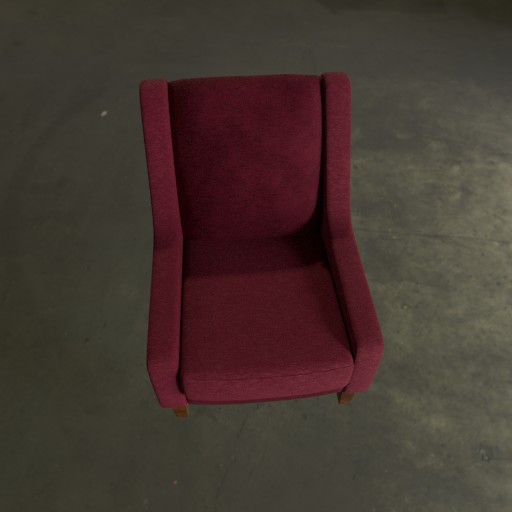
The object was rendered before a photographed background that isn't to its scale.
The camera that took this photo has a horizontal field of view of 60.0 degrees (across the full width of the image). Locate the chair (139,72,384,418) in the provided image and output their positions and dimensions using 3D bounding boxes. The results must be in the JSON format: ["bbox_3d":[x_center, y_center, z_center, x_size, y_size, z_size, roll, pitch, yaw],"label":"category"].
[{"bbox_3d":[0.000,0.000,1.710,0.793,1.017,0.985,-4,47,-3],"label":"chair"}]
